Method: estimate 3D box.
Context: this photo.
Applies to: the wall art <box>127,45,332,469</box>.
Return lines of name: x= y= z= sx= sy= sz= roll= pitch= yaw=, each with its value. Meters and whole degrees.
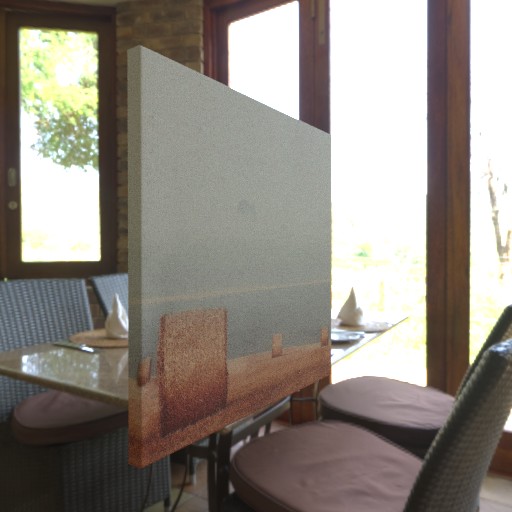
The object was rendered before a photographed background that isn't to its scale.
wall art: x=0.000 y=0.000 z=0.593 sx=0.023 sy=0.405 sz=0.405 roll=0 pitch=1 yaw=36
